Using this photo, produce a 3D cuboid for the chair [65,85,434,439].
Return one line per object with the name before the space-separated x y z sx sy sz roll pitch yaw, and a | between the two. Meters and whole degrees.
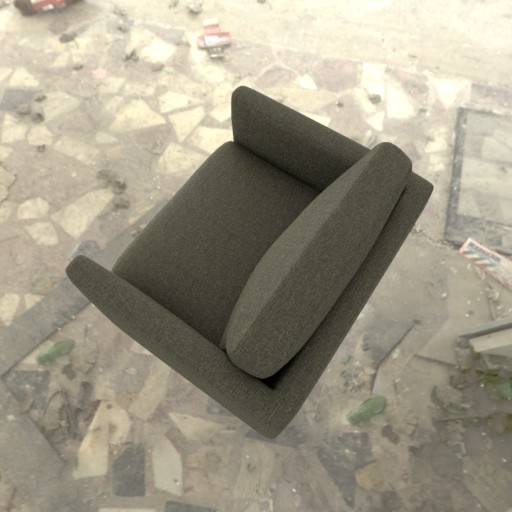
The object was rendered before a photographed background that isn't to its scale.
chair | 0.000 0.000 1.861 0.959 0.963 1.107 32 69 14
